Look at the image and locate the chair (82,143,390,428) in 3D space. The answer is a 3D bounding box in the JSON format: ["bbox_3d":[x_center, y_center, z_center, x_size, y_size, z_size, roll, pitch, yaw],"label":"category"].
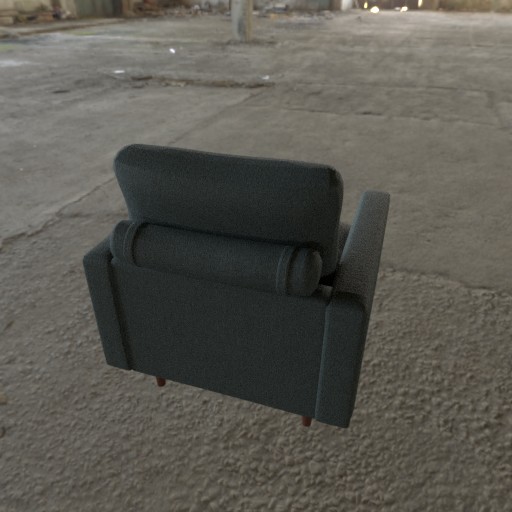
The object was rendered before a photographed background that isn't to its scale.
[{"bbox_3d":[0.000,0.000,1.536,0.821,0.880,0.843,10,33,16],"label":"chair"}]
